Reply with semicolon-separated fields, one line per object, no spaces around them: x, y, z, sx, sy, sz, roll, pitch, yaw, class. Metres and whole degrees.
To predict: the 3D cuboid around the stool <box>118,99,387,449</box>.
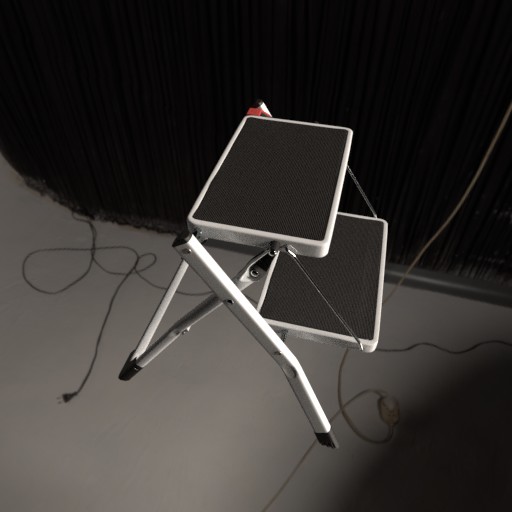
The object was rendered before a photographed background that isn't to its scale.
0.000;0.000;0.872;0.490;0.445;0.485;11;46;10;stool
